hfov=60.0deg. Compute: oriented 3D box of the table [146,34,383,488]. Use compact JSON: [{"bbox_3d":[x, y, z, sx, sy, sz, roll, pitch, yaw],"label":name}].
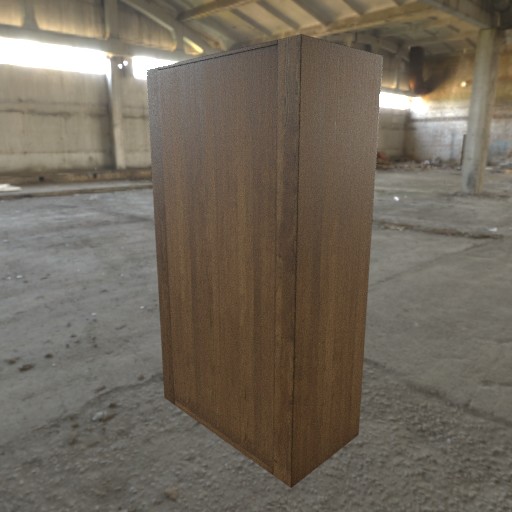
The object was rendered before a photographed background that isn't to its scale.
[{"bbox_3d":[0.000,0.000,2.472,0.600,2.000,1.100,-13,19,-43],"label":"table"}]
